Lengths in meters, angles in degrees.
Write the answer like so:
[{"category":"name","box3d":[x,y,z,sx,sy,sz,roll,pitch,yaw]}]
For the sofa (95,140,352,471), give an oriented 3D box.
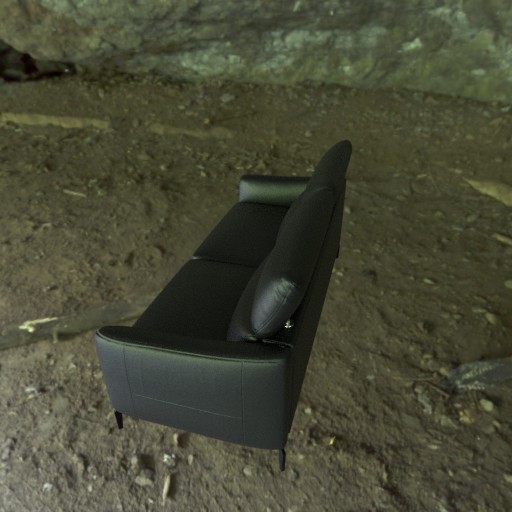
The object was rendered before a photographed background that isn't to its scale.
[{"category":"sofa","box3d":[0.000,0.000,2.569,0.856,0.957,2.069,8,31,14]}]
